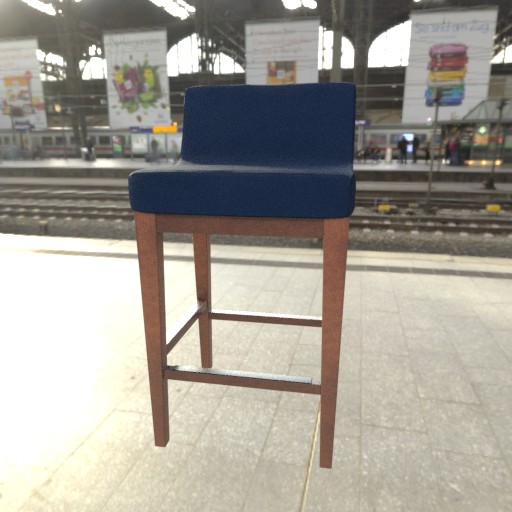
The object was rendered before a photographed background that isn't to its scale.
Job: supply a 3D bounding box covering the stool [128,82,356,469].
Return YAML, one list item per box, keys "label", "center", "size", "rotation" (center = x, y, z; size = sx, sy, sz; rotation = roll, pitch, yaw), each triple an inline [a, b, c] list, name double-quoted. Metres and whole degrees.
- label: "stool"
  center: [0.000, 0.000, 1.231]
  size: [0.511, 0.945, 0.516]
  rotation: [3, 14, 10]
